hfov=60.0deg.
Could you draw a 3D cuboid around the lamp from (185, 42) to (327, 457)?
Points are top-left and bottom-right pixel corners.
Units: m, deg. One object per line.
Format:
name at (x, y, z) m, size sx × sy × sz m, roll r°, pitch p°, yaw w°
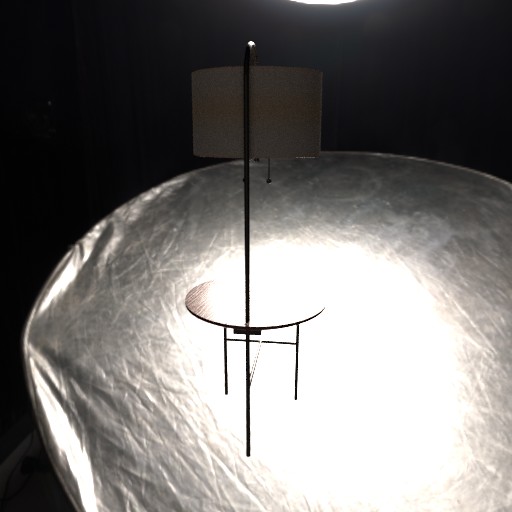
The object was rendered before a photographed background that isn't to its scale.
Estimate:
lamp at (0.000, 0.000, 1.763) m, size 0.573 × 1.517 × 0.573 m, roll 0°, pitch 16°, yaw 0°
